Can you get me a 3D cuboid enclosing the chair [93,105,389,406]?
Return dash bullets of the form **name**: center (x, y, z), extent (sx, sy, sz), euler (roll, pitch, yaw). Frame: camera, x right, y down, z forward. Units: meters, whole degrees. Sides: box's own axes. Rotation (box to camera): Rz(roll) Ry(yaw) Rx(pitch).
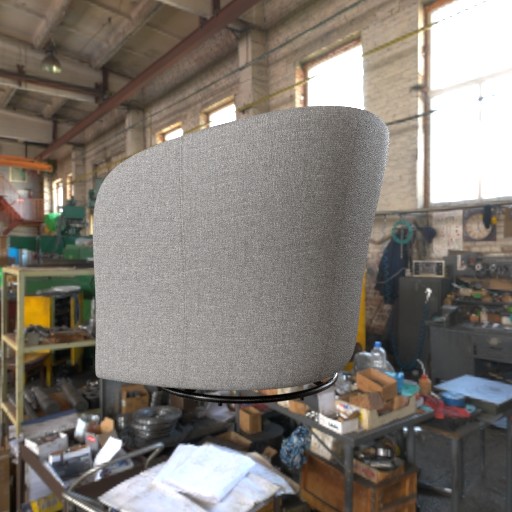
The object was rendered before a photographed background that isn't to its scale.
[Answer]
- **chair**: center (0.000, 0.000, 1.417), extent (0.815, 0.771, 0.791), euler (0, 1, 19)
